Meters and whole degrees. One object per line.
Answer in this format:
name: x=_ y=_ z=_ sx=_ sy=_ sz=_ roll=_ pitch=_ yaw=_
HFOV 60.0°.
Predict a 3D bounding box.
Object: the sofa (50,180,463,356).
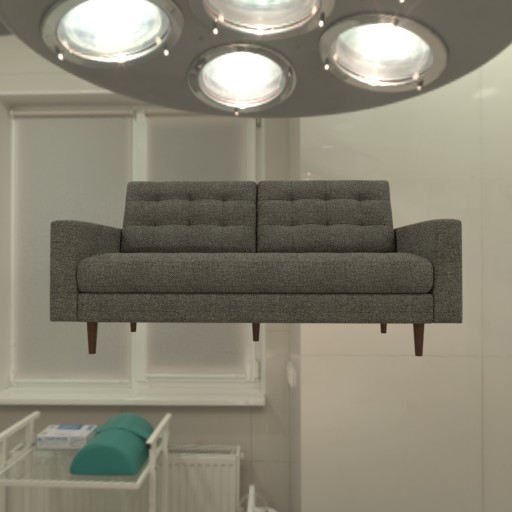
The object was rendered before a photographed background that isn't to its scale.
sofa: x=0.000 y=0.000 z=2.356 sx=1.821 sy=0.902 sz=0.863 roll=0 pitch=0 yaw=2
